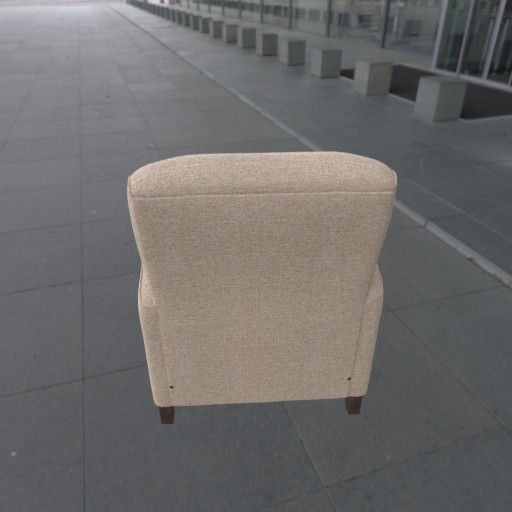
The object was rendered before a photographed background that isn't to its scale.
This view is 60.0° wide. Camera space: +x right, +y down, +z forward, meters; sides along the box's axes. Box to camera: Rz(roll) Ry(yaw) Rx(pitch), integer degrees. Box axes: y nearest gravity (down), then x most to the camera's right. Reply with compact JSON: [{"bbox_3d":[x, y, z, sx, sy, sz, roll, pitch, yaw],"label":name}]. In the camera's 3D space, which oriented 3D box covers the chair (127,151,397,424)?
[{"bbox_3d":[0.000,0.000,1.690,0.841,1.028,0.858,-2,32,-3],"label":"chair"}]
